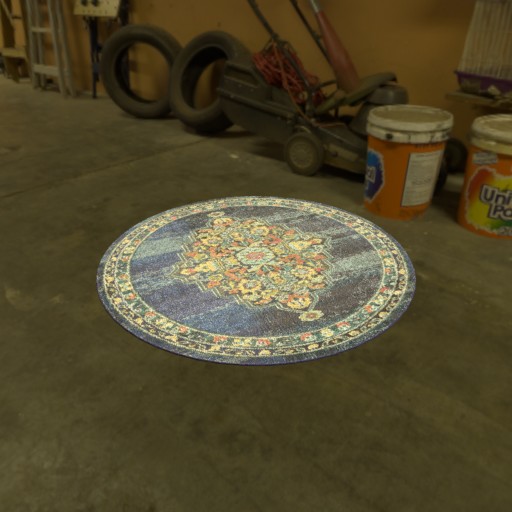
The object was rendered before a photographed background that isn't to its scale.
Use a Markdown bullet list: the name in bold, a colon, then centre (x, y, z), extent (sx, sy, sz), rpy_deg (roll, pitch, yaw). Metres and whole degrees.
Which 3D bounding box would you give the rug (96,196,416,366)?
- **rug**: centre (0.000, 0.000, 2.308), extent (1.591, 0.010, 1.591), rpy_deg (0, 30, 0)
